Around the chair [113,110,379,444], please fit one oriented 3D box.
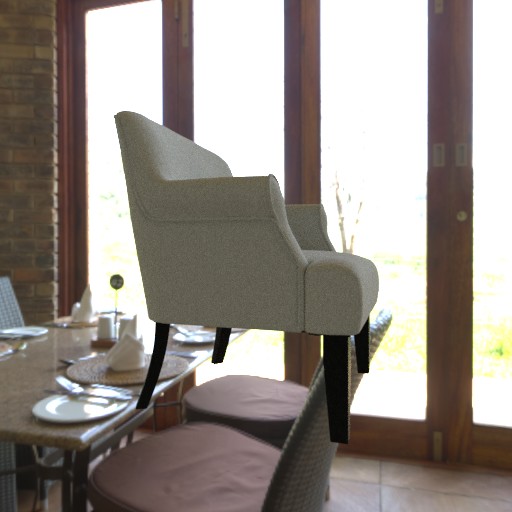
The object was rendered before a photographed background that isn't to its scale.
[{"bbox_3d":[0.000,0.000,1.461,0.750,0.875,0.781,0,0,19],"label":"chair"}]
